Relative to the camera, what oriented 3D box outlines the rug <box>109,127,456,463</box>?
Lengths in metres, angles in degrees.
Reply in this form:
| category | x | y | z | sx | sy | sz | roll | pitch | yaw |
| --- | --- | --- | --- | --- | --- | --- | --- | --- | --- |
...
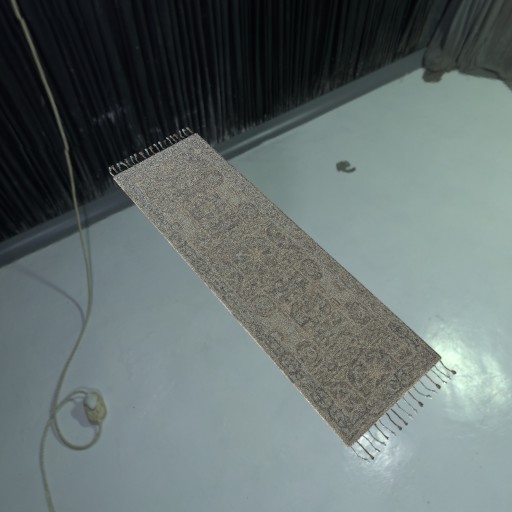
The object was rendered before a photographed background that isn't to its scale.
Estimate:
| category | x | y | z | sx | sy | sz | roll | pitch | yaw |
| --- | --- | --- | --- | --- | --- | --- | --- | --- | --- |
| rug | 0.000 | 0.000 | 2.923 | 0.762 | 0.011 | 2.664 | -34 | 63 | -20 |
